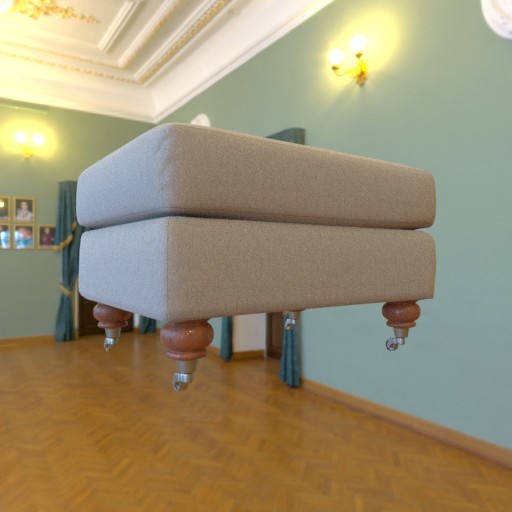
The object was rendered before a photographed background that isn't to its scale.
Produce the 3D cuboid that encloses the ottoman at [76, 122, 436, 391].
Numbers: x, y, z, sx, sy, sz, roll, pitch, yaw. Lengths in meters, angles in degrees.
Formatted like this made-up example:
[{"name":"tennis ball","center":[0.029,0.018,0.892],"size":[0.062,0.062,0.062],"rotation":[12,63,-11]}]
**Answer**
[{"name":"ottoman","center":[0.000,0.000,1.135],"size":[0.773,0.497,0.574],"rotation":[0,0,-35]}]
